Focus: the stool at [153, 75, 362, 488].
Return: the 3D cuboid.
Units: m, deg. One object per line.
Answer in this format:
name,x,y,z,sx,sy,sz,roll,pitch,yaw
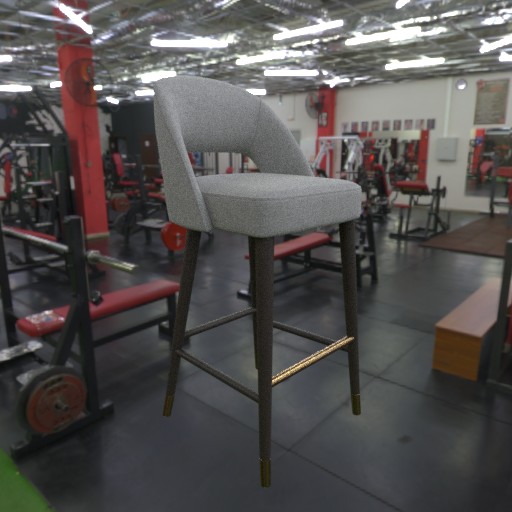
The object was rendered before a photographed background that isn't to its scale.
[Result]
stool,0.000,0.000,1.308,0.509,1.037,0.494,13,19,42
